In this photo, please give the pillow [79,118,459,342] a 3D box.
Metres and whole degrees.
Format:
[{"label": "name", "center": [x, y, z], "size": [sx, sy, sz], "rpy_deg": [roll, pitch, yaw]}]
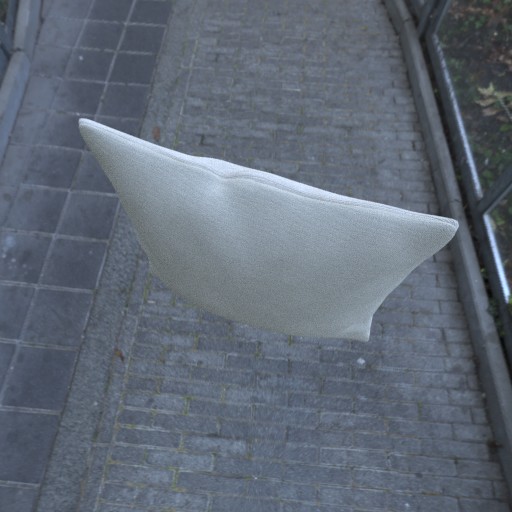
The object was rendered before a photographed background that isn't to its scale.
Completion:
[{"label": "pillow", "center": [0.000, 0.000, 0.663], "size": [0.437, 0.420, 0.162], "rpy_deg": [17, 65, 8]}]
